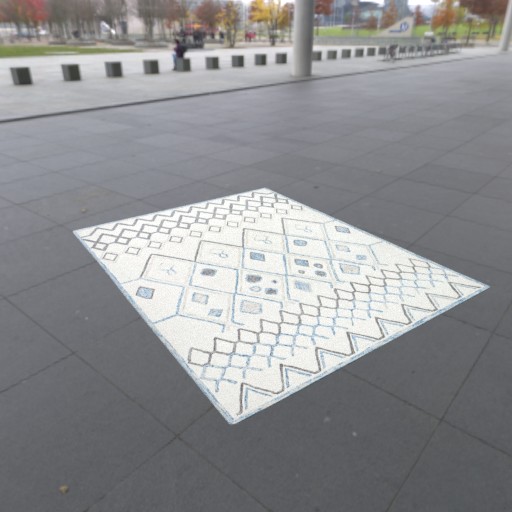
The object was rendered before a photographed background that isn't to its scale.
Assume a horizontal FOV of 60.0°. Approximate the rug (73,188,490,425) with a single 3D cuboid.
[{"bbox_3d":[0.000,0.000,4.033,2.441,0.013,3.056,-18,32,-31],"label":"rug"}]
